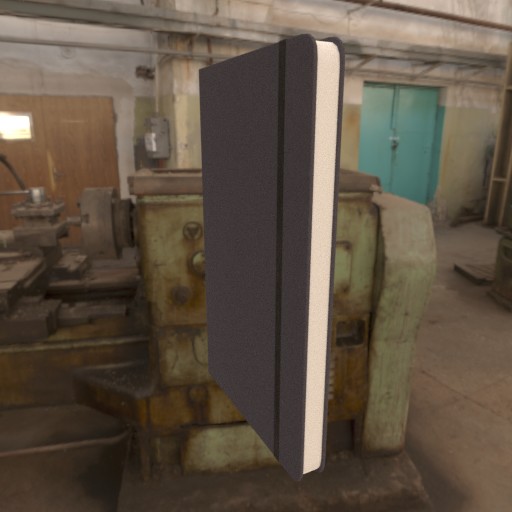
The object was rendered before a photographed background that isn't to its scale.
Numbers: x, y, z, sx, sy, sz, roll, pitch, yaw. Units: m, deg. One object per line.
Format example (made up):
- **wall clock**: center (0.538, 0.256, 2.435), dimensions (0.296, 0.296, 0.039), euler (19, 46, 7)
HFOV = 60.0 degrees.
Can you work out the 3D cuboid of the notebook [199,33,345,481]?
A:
- **notebook**: center (0.000, 0.000, 0.254), dimensions (0.016, 0.213, 0.127), euler (-8, 18, -26)
